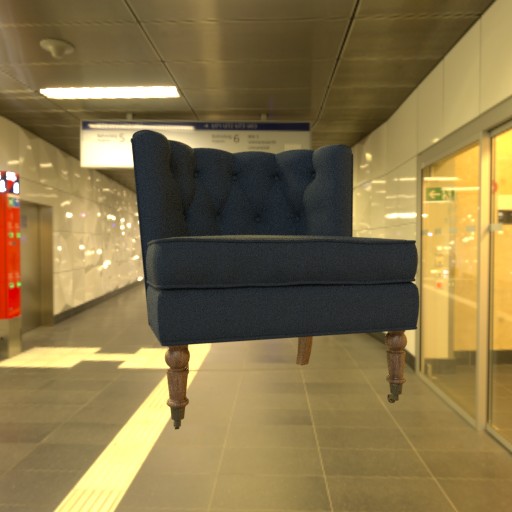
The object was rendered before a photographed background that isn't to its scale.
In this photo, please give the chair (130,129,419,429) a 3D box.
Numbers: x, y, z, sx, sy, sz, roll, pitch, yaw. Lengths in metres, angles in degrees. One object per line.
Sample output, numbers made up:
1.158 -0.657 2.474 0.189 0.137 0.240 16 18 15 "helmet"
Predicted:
0.000 0.000 1.373 0.740 0.771 0.718 0 1 -17 "chair"
